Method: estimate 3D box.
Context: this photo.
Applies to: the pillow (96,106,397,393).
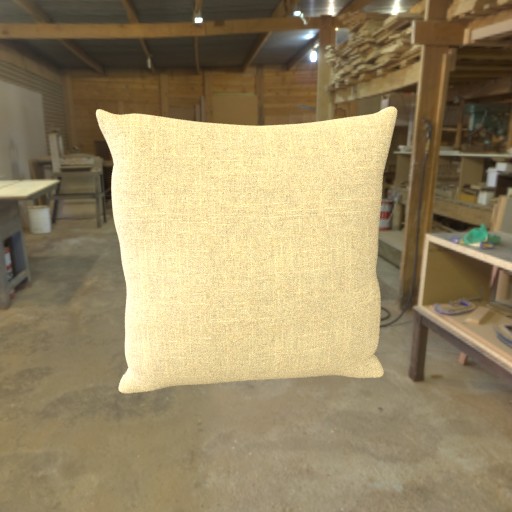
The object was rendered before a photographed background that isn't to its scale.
[{"bbox_3d":[0.000,0.000,0.682,0.439,0.440,0.182,-2,15,-8],"label":"pillow"}]
